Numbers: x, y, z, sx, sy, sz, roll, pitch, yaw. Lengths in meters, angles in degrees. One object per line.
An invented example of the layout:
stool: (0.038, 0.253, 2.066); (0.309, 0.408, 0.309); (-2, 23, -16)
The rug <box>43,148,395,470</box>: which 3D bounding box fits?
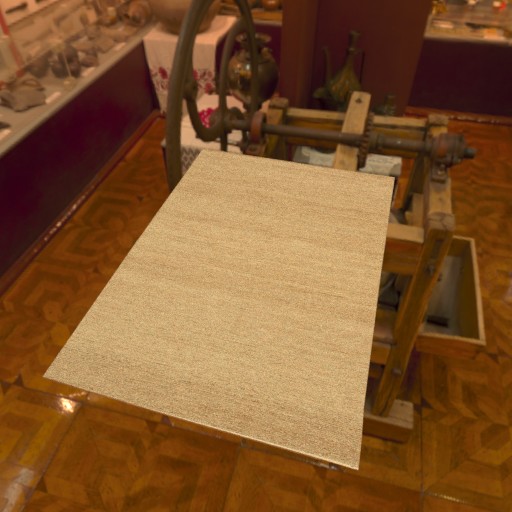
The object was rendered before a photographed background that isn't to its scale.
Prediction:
rug: (0.000, 0.000, 2.852); (1.596, 0.030, 2.283); (12, 46, 12)
